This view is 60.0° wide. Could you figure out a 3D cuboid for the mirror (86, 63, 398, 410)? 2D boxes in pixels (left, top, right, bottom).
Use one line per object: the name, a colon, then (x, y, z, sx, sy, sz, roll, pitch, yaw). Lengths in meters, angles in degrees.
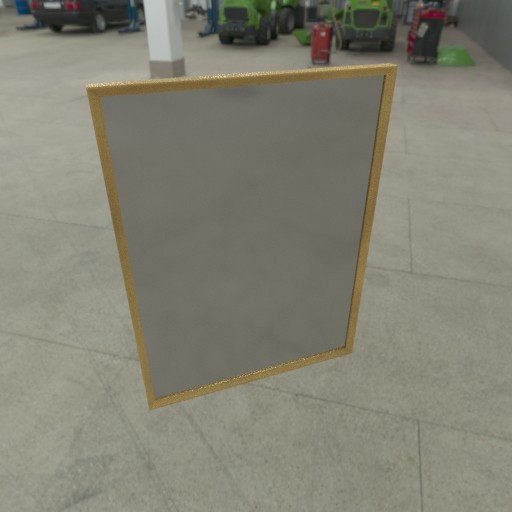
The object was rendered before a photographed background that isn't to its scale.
mirror: (0.000, 0.000, 1.314, 0.762, 1.016, 0.041, -11, 34, -17)
